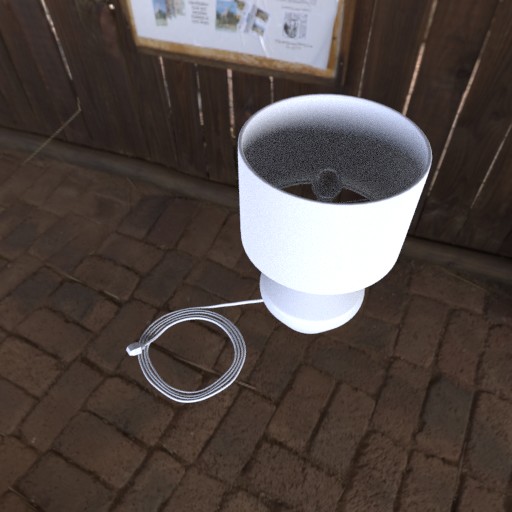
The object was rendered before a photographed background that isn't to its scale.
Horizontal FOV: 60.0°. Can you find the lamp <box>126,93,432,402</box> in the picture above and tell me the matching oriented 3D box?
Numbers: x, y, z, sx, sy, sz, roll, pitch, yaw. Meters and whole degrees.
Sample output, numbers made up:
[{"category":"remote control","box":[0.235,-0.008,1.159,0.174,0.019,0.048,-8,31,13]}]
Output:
[{"category":"lamp","box":[0.000,0.000,0.849,0.546,0.457,0.401,3,48,2]}]
